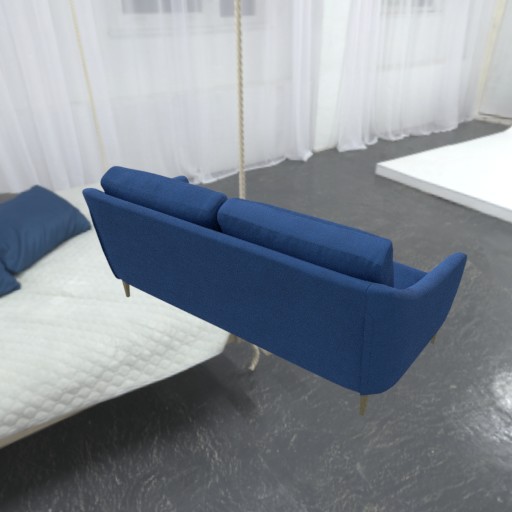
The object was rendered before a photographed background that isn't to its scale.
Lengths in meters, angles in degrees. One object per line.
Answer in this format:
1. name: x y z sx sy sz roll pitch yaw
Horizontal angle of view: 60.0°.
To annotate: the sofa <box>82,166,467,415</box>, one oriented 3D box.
1. sofa: 0.000 0.000 2.537 2.036 0.903 0.960 19 35 31
